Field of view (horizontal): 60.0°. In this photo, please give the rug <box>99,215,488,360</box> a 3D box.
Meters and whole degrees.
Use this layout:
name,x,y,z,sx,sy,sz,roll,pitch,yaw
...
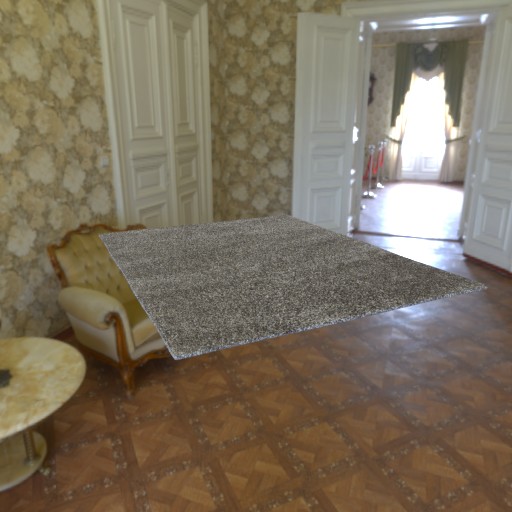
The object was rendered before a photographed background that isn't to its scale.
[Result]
name,x,y,z,sx,sy,sz,roll,pitch,yaw
rug,0.000,0.000,4.094,2.401,0.025,3.000,-8,18,-25
